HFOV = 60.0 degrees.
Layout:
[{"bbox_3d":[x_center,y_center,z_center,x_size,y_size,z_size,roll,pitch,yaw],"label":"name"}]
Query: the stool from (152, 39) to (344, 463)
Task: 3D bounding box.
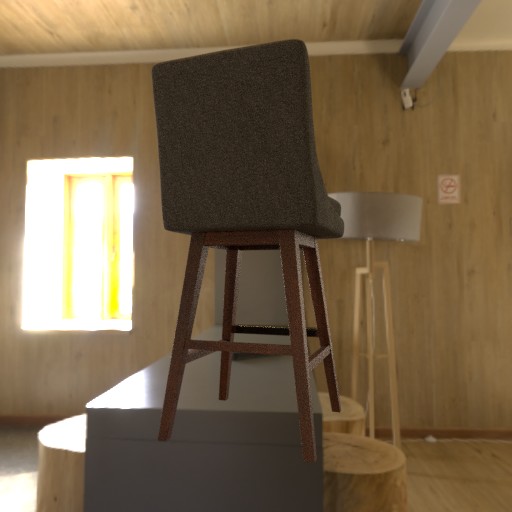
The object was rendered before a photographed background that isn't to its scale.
[{"bbox_3d":[0.000,0.000,1.396,0.489,1.068,0.572,-1,-2,19],"label":"stool"}]
